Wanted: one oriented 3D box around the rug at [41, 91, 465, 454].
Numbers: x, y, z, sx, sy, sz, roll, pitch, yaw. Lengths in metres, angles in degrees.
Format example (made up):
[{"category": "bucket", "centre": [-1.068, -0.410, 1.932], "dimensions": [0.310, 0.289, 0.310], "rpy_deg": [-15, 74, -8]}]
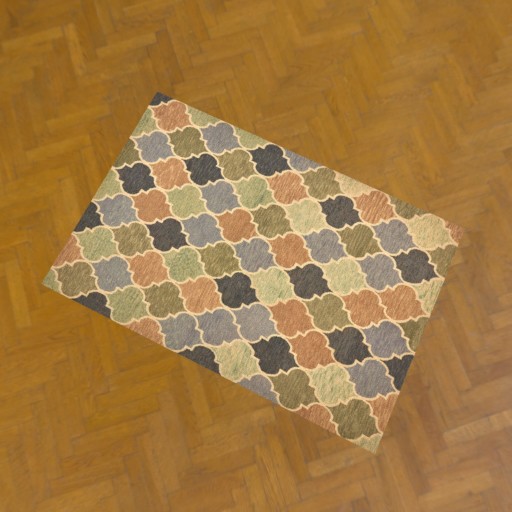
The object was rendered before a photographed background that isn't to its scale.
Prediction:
[{"category": "rug", "centre": [0.000, 0.000, 2.280], "dimensions": [1.828, 0.006, 1.216], "rpy_deg": [25, 78, 6]}]
